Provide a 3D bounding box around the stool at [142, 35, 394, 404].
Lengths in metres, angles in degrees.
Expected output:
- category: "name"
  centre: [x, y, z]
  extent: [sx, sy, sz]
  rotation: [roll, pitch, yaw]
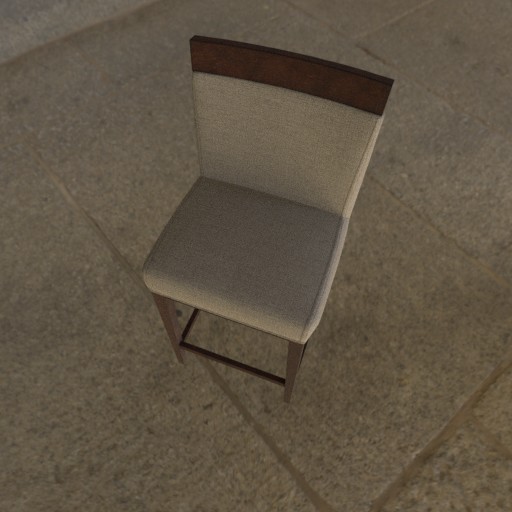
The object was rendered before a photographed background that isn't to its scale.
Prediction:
- category: "stool"
  centre: [0.000, 0.000, 1.417]
  extent: [0.511, 1.117, 0.531]
  rotation: [18, 59, 11]
